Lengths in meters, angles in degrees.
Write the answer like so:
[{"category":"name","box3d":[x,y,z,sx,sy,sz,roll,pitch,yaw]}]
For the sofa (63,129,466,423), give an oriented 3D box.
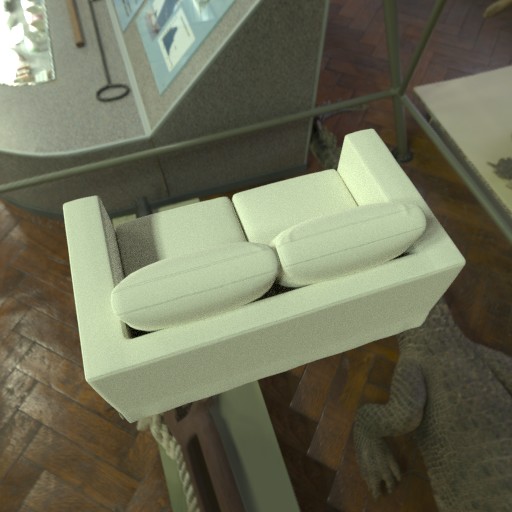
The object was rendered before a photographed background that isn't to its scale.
[{"category":"sofa","box3d":[0.000,0.000,2.374,1.813,0.932,1.009,-16,59,-10]}]
